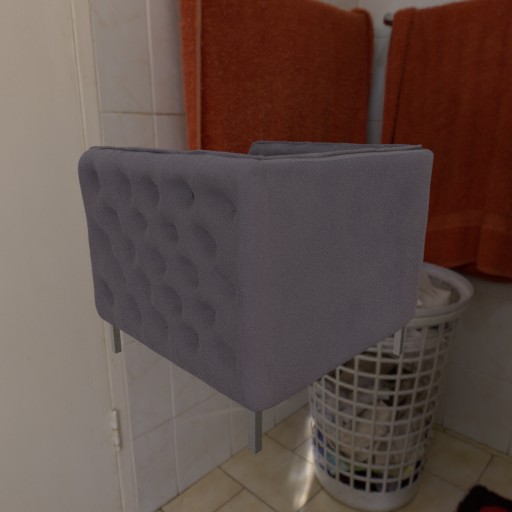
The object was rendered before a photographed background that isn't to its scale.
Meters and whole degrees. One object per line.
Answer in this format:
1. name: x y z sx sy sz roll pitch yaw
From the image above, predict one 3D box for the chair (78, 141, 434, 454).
1. chair: 0.000 0.000 1.654 0.946 0.807 0.913 -15 22 -42
